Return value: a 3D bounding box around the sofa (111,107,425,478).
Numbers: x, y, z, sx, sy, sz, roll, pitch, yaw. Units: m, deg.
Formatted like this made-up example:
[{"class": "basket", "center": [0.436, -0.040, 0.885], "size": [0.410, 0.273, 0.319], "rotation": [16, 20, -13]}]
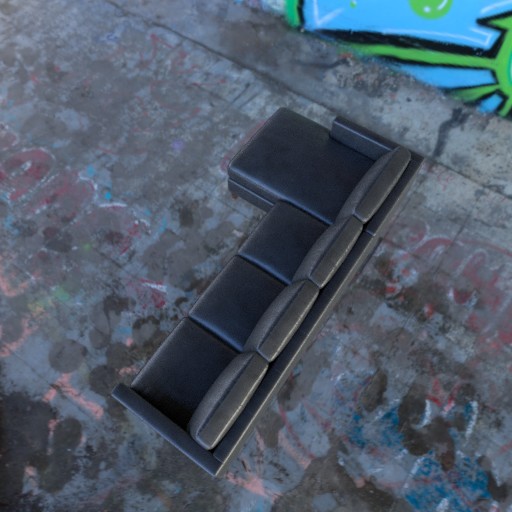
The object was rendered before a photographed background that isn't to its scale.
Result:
[{"class": "sofa", "center": [0.000, 0.000, 3.925], "size": [1.581, 0.883, 3.203], "rotation": [32, 67, 15]}]
